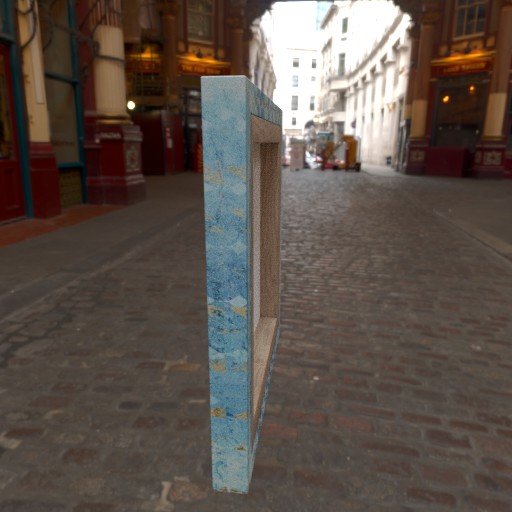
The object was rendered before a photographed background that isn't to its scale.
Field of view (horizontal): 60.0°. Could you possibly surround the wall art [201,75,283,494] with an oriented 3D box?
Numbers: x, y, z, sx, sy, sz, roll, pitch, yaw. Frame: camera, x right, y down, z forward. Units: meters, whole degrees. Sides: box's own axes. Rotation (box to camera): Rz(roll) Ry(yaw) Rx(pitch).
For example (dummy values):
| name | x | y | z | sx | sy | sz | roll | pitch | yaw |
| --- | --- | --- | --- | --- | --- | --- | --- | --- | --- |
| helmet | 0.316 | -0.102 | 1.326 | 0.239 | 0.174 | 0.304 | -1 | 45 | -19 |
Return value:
| name | x | y | z | sx | sy | sz | roll | pitch | yaw |
| --- | --- | --- | --- | --- | --- | --- | --- | --- | --- |
| wall art | 0.000 | 0.000 | 0.604 | 0.037 | 0.405 | 0.405 | 2 | 15 | 7 |
